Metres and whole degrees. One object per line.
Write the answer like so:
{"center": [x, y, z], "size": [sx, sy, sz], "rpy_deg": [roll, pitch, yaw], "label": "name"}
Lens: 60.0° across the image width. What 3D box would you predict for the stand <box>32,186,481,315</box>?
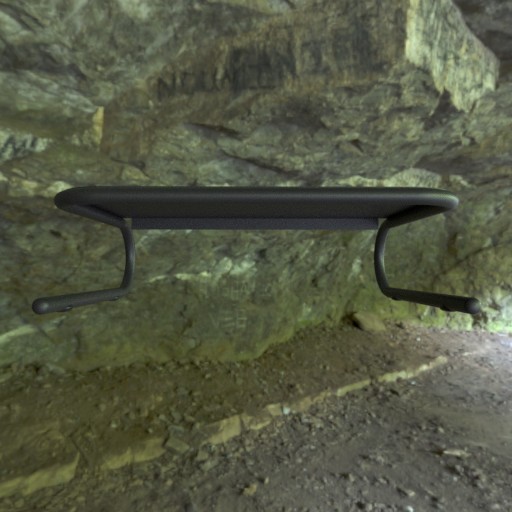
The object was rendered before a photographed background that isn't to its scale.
{"center": [0.000, 0.000, 0.501], "size": [0.370, 0.108, 0.280], "rpy_deg": [0, -2, -1], "label": "stand"}
